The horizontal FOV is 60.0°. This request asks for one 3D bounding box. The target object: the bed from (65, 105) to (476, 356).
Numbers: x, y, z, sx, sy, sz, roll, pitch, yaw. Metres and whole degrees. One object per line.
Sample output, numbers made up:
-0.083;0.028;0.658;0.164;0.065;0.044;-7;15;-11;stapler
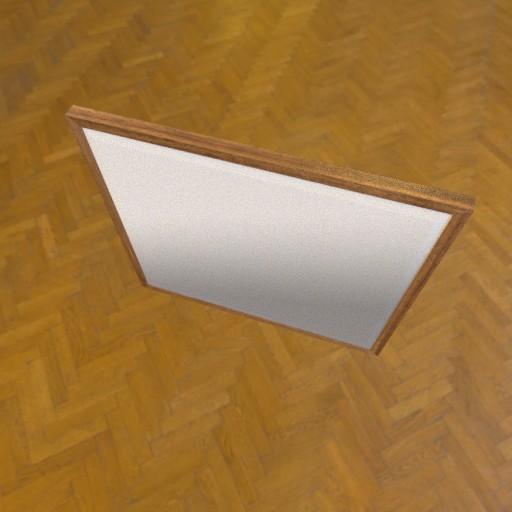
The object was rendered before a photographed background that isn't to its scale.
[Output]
0.000;0.000;1.483;1.041;0.940;0.043;15;59;9;bed
